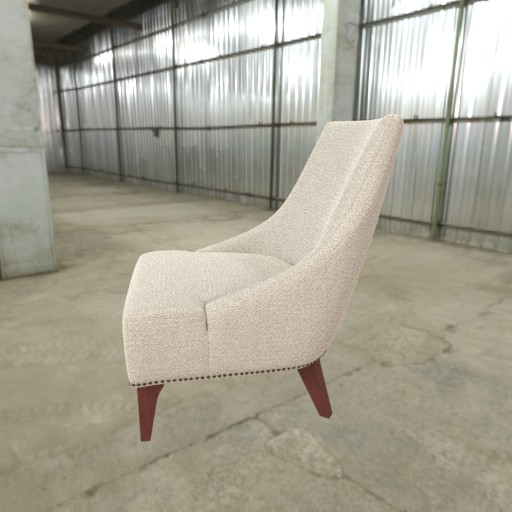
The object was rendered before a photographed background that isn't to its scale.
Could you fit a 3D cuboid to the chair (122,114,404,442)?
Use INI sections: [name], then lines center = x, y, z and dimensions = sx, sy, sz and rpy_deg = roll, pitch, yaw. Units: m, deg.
[chair]
center = 0.000, 0.000, 1.523
dimensions = 0.861, 0.909, 0.701
rpy_deg = -3, 15, -10
